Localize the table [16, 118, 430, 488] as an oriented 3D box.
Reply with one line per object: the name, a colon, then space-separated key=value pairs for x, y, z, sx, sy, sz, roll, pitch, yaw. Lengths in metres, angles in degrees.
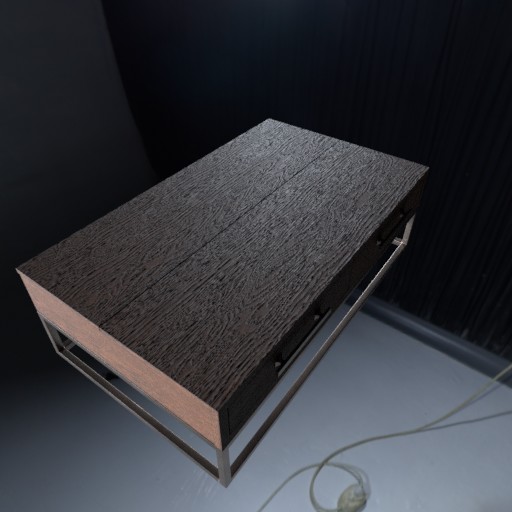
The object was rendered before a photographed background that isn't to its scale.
table: x=0.000 y=0.000 z=1.483 sx=0.719 sy=0.361 sz=1.167 roll=26 pitch=47 yaw=27
